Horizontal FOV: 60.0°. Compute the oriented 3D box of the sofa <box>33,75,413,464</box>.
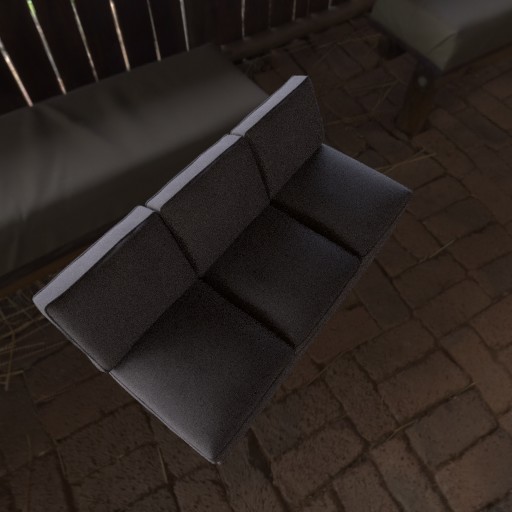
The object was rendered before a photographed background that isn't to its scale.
[{"bbox_3d":[0.000,0.000,2.498,1.027,0.973,1.962,33,64,19],"label":"sofa"}]
